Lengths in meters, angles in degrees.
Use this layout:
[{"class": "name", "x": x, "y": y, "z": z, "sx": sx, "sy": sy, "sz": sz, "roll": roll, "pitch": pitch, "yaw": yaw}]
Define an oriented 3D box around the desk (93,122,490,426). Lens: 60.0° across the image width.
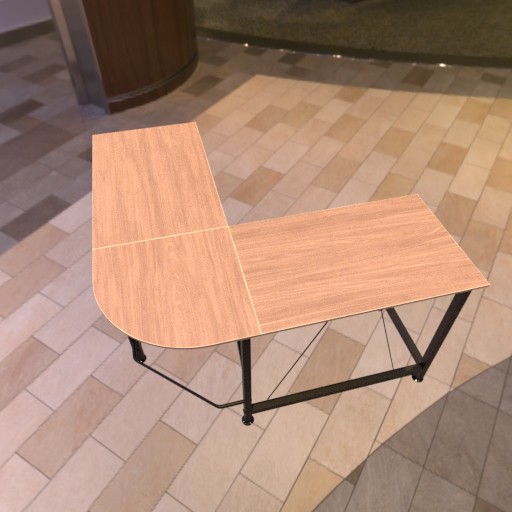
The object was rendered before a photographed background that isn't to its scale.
[{"class": "desk", "x": 0.000, "y": 0.000, "z": 2.235, "sx": 1.400, "sy": 0.762, "sz": 1.400, "roll": -10, "pitch": 47, "yaw": -10}]
